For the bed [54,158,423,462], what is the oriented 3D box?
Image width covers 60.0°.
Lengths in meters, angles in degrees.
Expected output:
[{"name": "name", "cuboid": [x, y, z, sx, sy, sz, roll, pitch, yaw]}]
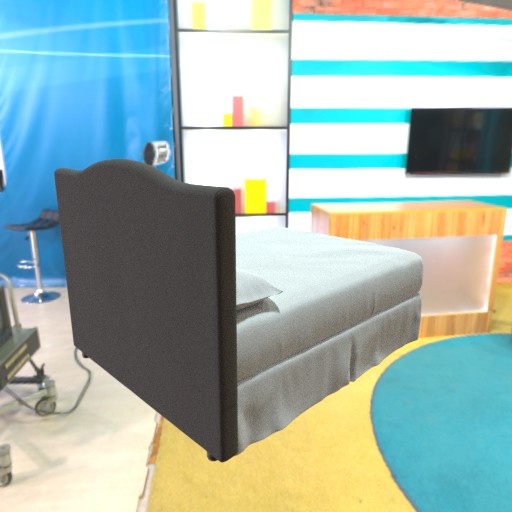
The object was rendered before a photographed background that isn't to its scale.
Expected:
[{"name": "bed", "cuboid": [0.000, 0.000, 3.093, 2.036, 1.387, 1.666, -14, 20, -42]}]
